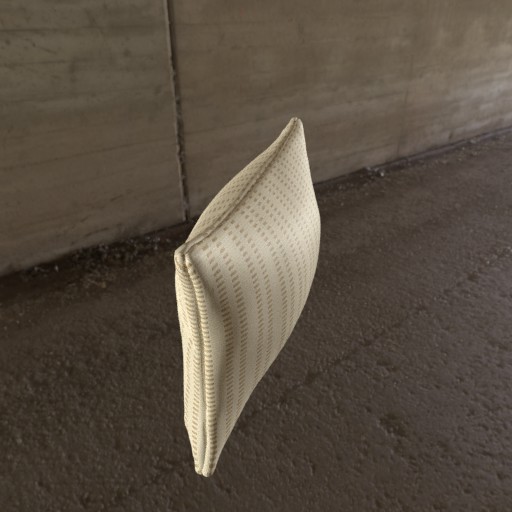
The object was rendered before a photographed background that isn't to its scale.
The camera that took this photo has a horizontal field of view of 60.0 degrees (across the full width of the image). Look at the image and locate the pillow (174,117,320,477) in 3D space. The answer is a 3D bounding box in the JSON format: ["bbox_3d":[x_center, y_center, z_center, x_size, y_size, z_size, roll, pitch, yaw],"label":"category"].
[{"bbox_3d":[0.000,0.000,0.788,0.210,0.353,0.640,8,31,13],"label":"pillow"}]
